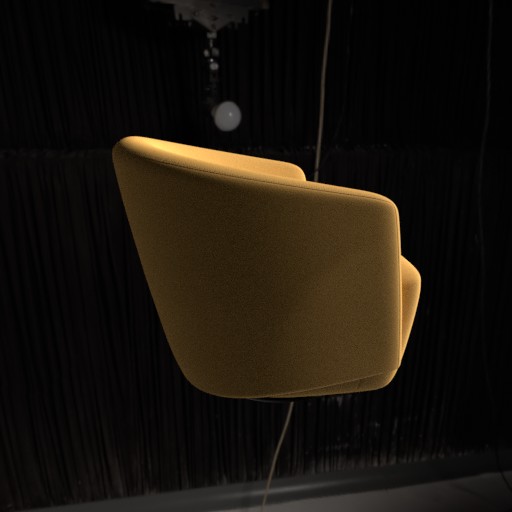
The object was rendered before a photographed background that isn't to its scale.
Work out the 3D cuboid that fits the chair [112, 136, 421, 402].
[{"bbox_3d":[0.000,0.000,1.336,0.767,0.698,0.773,-3,17,-10],"label":"chair"}]
